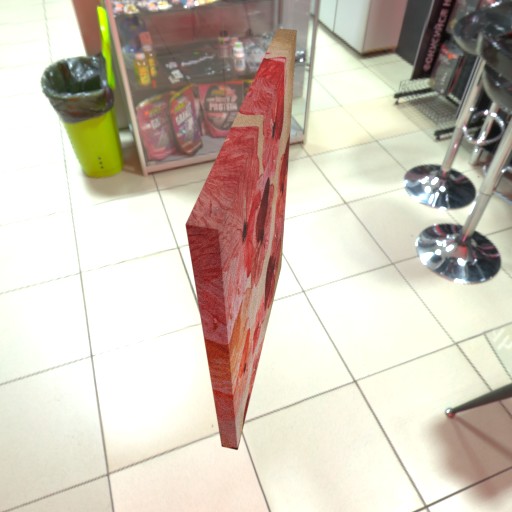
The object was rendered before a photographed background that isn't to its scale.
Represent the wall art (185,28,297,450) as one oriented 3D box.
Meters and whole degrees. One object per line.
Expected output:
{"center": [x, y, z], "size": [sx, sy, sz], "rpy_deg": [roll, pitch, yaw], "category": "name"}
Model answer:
{"center": [0.000, 0.000, 0.675], "size": [0.028, 0.508, 0.406], "rpy_deg": [9, 49, 8], "category": "wall art"}
